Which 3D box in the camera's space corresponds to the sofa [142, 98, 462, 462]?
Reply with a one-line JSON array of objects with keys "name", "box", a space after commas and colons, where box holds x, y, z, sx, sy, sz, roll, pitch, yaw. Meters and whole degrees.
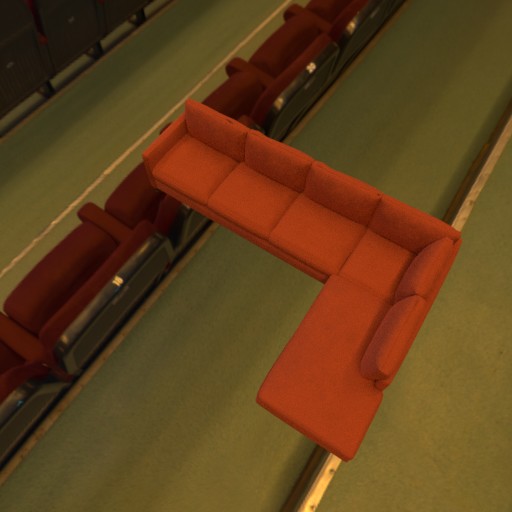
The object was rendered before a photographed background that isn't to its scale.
[{"name": "sofa", "box": [0.000, 0.000, 3.616, 2.736, 0.757, 1.879, 30, 66, 15]}]
